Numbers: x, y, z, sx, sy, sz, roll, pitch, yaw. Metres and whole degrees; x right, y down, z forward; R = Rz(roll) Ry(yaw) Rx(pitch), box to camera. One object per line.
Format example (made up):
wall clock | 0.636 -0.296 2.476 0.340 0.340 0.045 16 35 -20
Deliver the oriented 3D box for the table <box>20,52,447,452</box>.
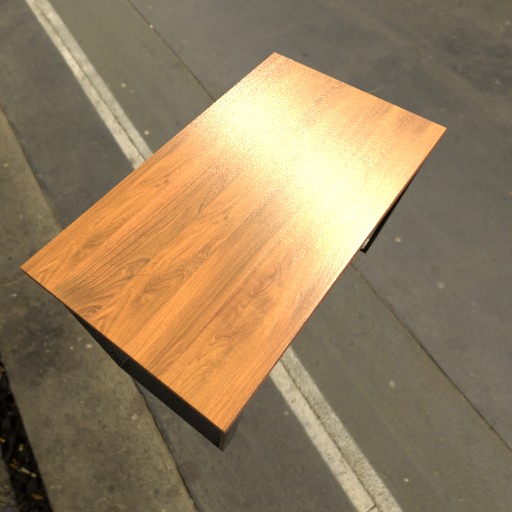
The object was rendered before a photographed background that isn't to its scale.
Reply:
table | 0.000 0.000 1.675 0.714 0.760 1.205 32 63 18
